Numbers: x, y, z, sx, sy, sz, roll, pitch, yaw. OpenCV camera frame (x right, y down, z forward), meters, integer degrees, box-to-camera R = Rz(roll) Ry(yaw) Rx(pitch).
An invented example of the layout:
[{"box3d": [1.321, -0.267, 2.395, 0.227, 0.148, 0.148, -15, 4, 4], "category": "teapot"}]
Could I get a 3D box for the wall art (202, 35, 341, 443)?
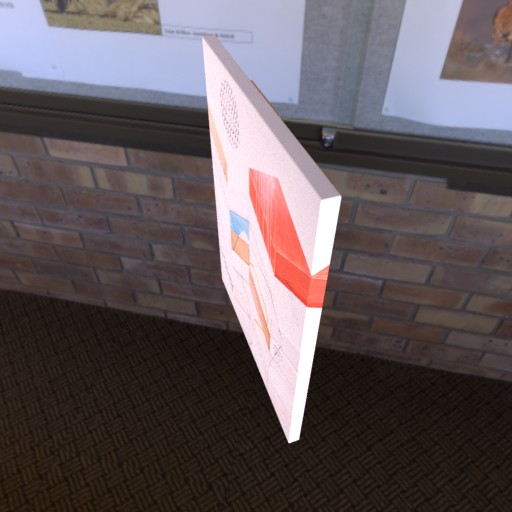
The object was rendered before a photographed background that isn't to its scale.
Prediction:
[{"box3d": [0.000, 0.000, 1.340, 0.045, 1.014, 0.759, -14, 48, -14], "category": "wall art"}]
